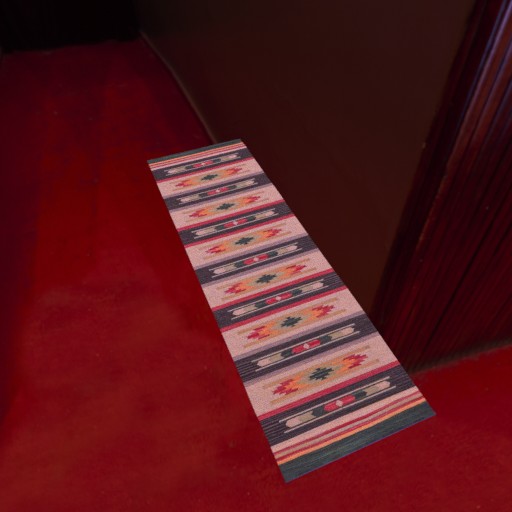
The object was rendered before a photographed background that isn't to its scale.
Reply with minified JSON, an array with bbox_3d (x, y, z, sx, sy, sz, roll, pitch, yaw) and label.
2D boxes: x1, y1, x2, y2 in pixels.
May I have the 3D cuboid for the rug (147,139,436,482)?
[{"bbox_3d":[0.000,0.000,2.680,0.760,0.009,2.440,-17,50,-15],"label":"rug"}]
